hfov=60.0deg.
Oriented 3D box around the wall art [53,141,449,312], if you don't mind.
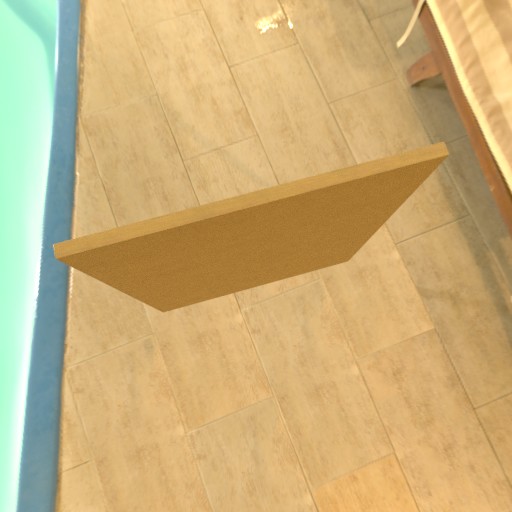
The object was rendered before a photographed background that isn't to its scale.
[{"bbox_3d":[0.000,0.000,1.356,0.798,1.002,0.030,-15,77,-3],"label":"wall art"}]
